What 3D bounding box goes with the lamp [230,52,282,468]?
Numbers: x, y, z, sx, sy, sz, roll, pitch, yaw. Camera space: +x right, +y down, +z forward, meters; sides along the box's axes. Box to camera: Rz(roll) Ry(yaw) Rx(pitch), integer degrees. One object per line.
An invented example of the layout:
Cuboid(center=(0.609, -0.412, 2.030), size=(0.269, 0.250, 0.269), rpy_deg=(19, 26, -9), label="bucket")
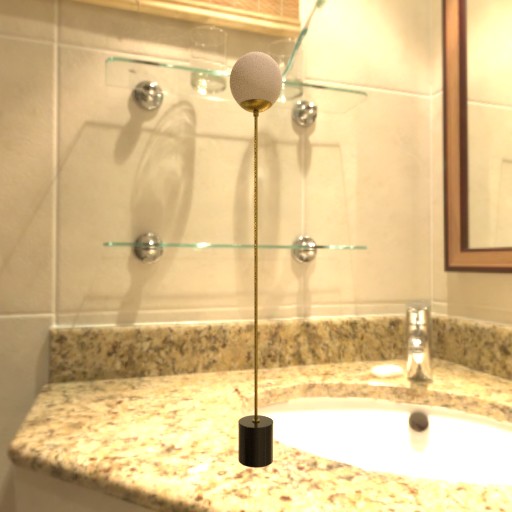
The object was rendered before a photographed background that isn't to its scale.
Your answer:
Cuboid(center=(0.000, 0.000, 1.912), size=(0.229, 1.748, 0.229), rpy_deg=(0, -1, 35), label="lamp")
